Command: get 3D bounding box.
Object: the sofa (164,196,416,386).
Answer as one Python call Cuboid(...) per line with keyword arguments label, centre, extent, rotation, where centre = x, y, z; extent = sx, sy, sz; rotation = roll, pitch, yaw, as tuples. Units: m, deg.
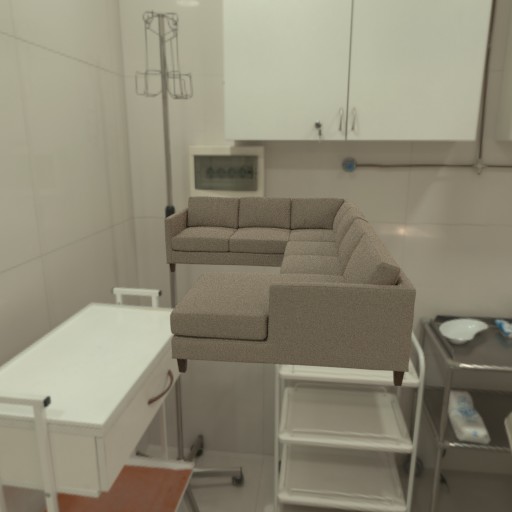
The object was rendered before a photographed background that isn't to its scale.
Cuboid(label="sofa", centre=(0.000, 0.000, 4.580), extent=(2.424, 0.865, 3.438), rotation=(2, 14, 7))
